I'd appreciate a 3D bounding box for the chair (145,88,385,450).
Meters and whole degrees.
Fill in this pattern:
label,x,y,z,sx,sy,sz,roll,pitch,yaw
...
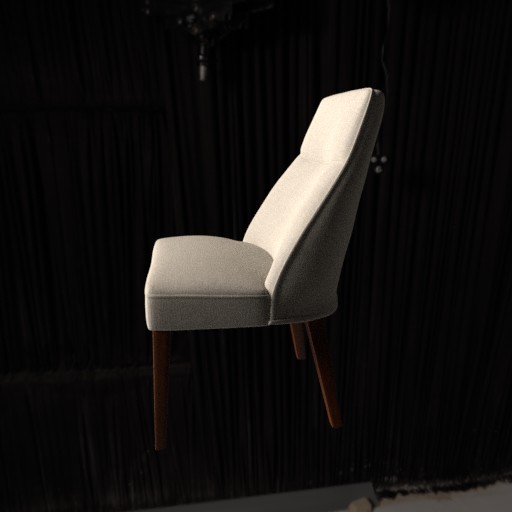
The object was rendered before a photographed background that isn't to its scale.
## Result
label,x,y,z,sx,sy,sz,roll,pitch,yaw
chair,0.000,0.000,1.319,0.620,0.930,0.500,-3,16,-9
